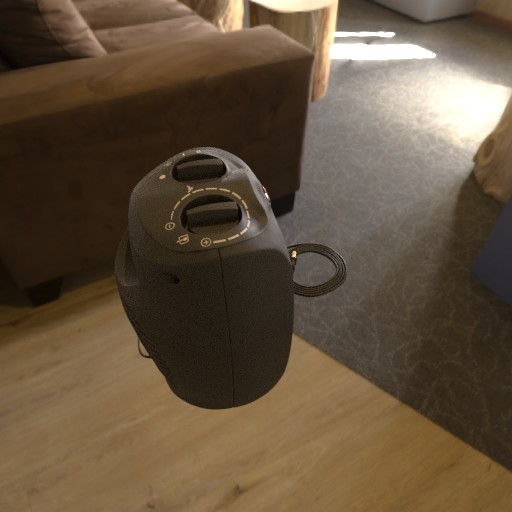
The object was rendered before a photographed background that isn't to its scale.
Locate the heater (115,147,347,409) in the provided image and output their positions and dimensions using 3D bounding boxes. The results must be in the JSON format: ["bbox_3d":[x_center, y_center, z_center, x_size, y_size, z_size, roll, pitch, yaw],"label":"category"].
[{"bbox_3d":[0.000,0.000,0.468,0.291,0.240,0.239,-10,46,-10],"label":"heater"}]
